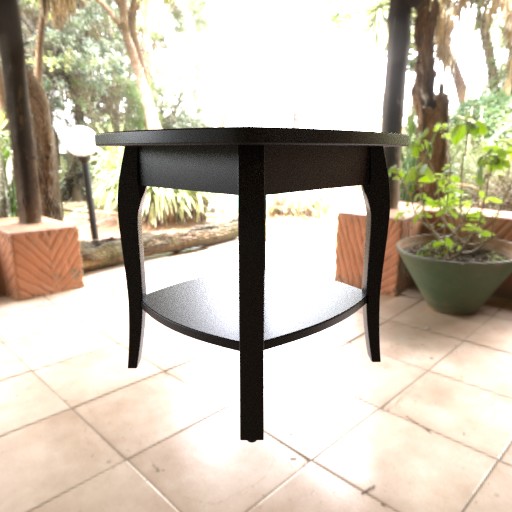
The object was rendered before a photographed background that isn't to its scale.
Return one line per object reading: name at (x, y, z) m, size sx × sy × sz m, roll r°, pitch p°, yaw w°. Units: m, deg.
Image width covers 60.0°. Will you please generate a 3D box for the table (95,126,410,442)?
table at (0.000, 0.000, 0.865) m, size 0.457 × 0.457 × 0.508 m, roll 13°, pitch 18°, yaw 43°
